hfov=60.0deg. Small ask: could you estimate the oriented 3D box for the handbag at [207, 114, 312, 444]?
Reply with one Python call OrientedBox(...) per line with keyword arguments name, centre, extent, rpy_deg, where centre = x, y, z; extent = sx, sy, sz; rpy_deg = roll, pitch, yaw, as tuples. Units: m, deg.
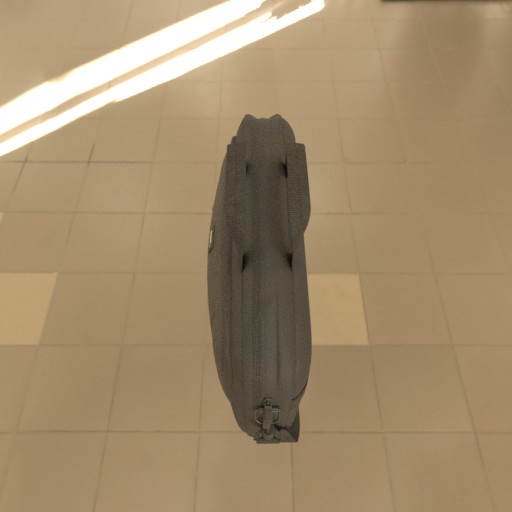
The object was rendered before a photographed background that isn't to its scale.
OrientedBox(name="handbag", centre=(0.000, 0.000, 0.418), extent=(0.089, 0.244, 0.320), rpy_deg=(0, 57, 0))
